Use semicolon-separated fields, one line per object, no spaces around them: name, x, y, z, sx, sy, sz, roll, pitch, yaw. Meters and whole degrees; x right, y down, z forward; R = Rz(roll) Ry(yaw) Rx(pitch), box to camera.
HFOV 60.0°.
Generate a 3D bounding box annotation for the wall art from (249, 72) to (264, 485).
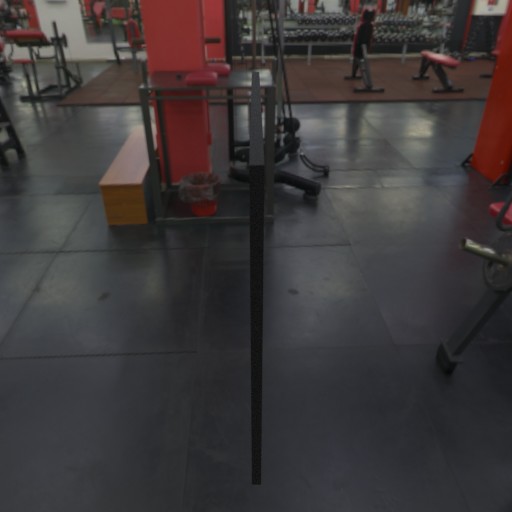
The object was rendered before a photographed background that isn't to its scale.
wall art;0.000;0.000;0.683;0.013;0.458;0.456;0;32;0
